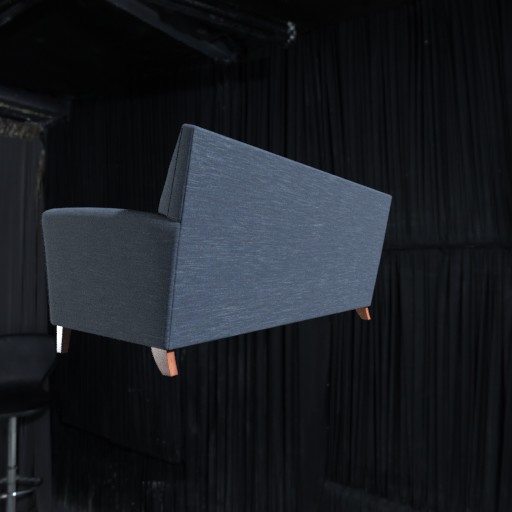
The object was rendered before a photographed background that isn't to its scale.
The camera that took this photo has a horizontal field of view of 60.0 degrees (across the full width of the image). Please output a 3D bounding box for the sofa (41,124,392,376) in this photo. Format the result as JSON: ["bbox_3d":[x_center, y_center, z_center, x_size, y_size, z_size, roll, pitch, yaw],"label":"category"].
[{"bbox_3d":[0.000,0.000,2.439,0.875,0.846,1.976,0,-1,36],"label":"sofa"}]
